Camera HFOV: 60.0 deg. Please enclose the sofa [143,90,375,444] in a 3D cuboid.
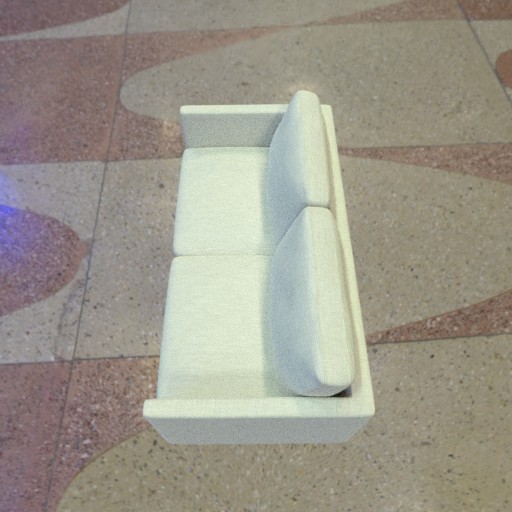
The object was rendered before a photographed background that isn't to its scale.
[{"bbox_3d":[0.000,0.000,2.445,0.950,0.963,1.838,0,58,0],"label":"sofa"}]
